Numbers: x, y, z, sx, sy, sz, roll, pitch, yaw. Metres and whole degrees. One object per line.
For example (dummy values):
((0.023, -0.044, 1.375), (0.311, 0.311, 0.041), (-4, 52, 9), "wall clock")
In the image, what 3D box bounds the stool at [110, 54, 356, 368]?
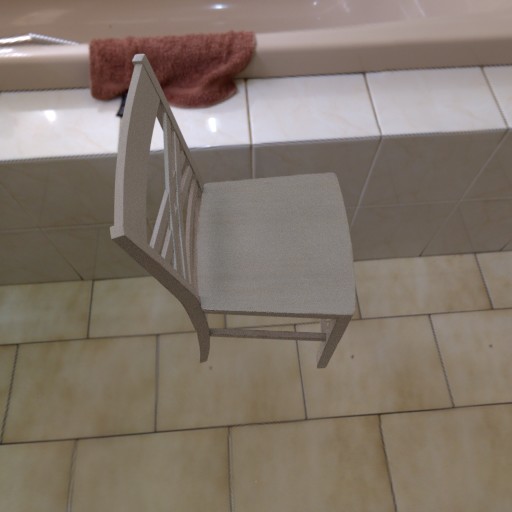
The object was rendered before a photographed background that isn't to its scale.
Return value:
((0.000, 0.000, 1.343), (0.539, 1.079, 0.462), (-2, 63, -1), "stool")
